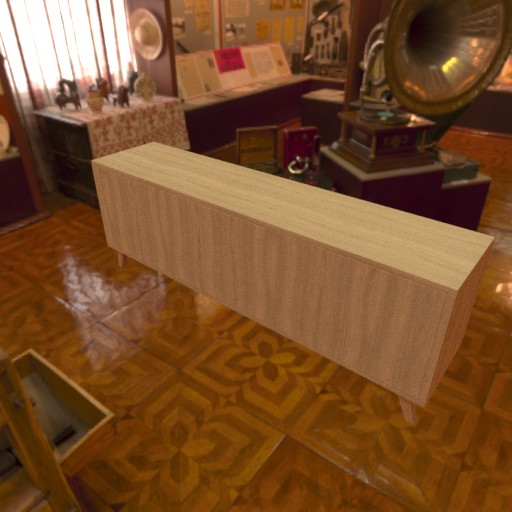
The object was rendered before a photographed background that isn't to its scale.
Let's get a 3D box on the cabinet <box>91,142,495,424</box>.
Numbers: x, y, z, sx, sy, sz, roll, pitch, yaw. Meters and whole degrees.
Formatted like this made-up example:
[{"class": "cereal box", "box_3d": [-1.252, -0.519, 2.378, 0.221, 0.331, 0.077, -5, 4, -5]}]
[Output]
[{"class": "cabinet", "box_3d": [0.000, 0.000, 2.501, 2.198, 0.779, 0.499, 22, 38, 32]}]
